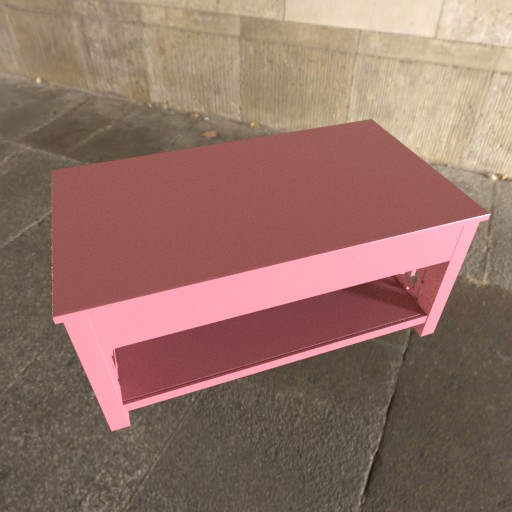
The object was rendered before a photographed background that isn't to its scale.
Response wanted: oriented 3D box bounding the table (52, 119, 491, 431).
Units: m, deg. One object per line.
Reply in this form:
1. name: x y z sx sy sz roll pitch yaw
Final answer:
1. table: 0.000 0.000 1.390 1.068 0.493 0.612 -13 43 -14
